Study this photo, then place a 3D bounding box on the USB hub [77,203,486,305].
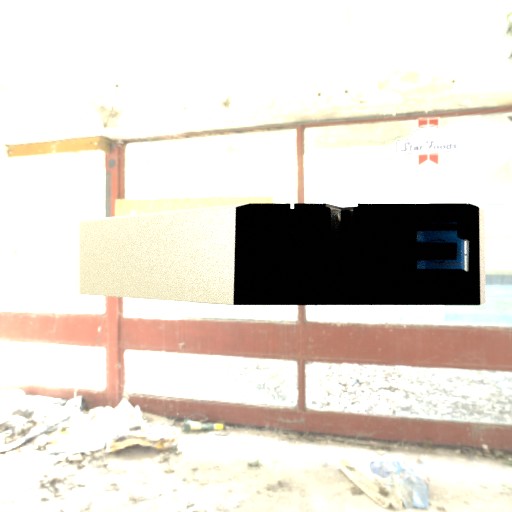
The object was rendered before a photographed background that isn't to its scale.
[{"bbox_3d":[0.000,0.000,0.124,0.110,0.023,0.044,-1,-1,36],"label":"USB hub"}]
